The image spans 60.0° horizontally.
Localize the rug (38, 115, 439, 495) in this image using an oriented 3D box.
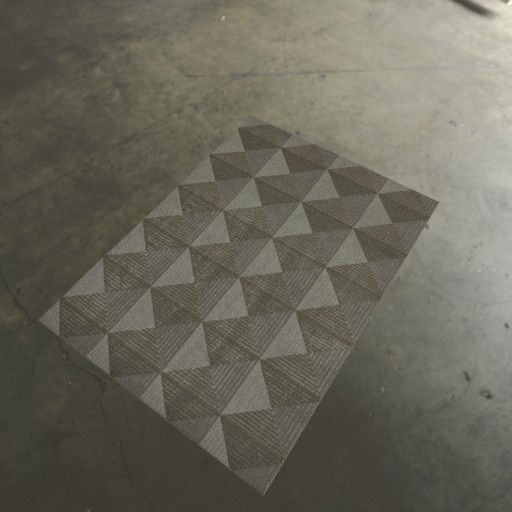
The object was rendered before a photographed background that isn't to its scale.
[{"bbox_3d":[0.000,0.000,4.317,2.428,0.027,3.333,30,62,18],"label":"rug"}]
